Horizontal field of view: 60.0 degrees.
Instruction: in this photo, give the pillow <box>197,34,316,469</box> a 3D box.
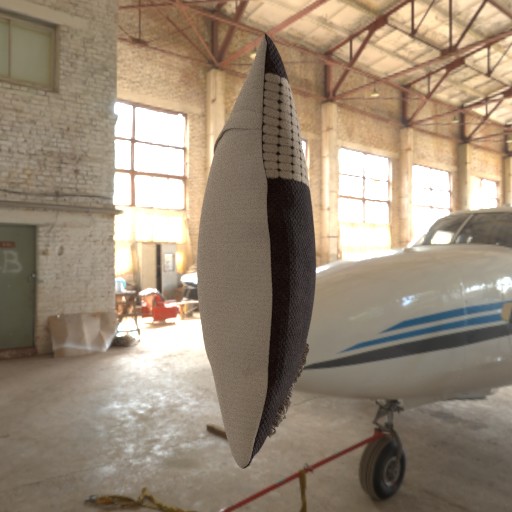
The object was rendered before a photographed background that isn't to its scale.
[{"bbox_3d":[0.000,0.000,0.702,0.178,0.473,0.475,0,0,-1],"label":"pillow"}]
